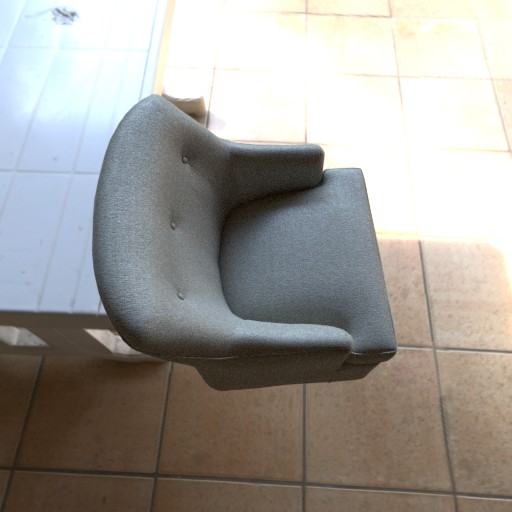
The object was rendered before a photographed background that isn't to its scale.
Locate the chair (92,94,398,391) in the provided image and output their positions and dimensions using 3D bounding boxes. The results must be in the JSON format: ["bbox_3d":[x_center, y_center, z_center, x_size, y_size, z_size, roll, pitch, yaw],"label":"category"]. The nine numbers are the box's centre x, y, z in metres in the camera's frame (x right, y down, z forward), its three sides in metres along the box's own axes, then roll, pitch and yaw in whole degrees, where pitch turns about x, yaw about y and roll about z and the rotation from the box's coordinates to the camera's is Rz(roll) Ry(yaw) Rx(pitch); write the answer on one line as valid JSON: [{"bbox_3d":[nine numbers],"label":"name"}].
[{"bbox_3d":[0.000,0.000,1.612,0.923,0.856,0.864,-3,63,-1],"label":"chair"}]
